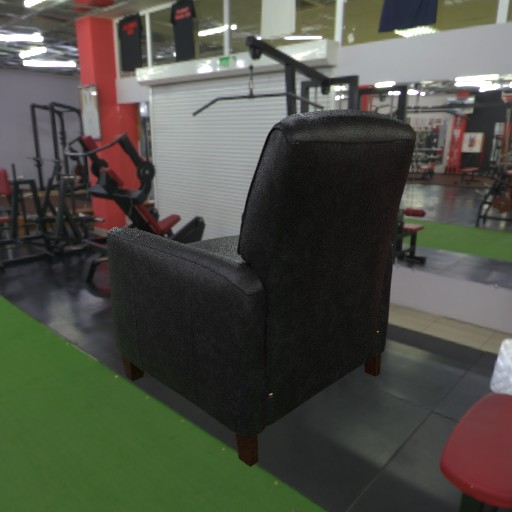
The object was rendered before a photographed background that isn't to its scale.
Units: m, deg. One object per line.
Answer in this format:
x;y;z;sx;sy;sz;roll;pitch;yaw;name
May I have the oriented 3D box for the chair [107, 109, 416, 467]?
0.000;0.000;1.660;0.864;1.014;0.848;15;21;43;chair
